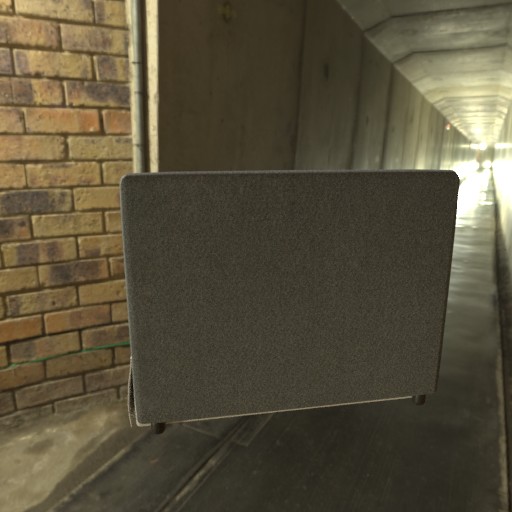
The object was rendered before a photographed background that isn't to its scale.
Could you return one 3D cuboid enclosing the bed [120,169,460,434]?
[{"bbox_3d":[0.000,0.000,3.214,1.723,1.330,2.142,-3,14,-10],"label":"bed"}]
